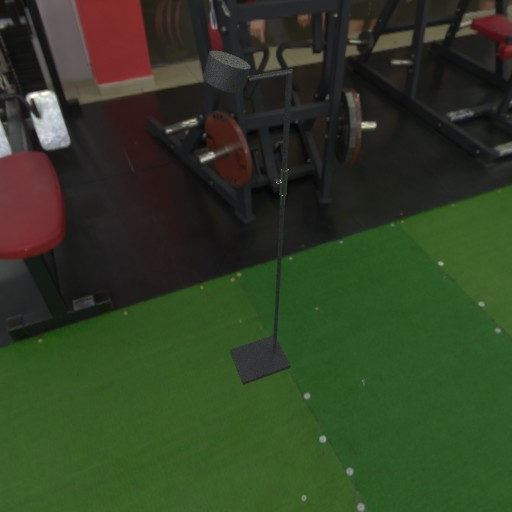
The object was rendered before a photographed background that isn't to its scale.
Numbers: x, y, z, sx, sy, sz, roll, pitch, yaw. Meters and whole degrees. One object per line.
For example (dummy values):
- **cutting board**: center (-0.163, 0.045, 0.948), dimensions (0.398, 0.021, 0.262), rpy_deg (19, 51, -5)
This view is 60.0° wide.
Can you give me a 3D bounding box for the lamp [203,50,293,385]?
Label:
- **lamp**: center (0.000, 0.000, 1.766), dimensions (0.304, 1.600, 0.203), rpy_deg (-16, 48, -15)
